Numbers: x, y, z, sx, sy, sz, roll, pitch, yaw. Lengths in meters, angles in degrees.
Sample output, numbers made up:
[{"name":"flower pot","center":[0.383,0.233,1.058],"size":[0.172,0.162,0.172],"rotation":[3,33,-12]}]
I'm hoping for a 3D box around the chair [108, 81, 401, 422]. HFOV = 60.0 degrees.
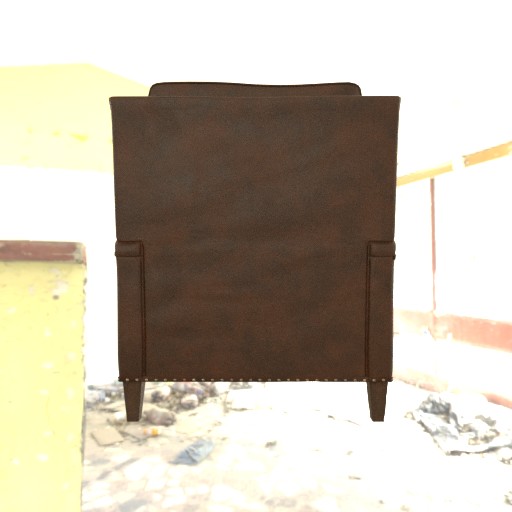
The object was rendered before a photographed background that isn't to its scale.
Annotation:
[{"name":"chair","center":[0.000,0.000,1.772],"size":[0.854,1.054,1.035],"rotation":[0,-2,0]}]
